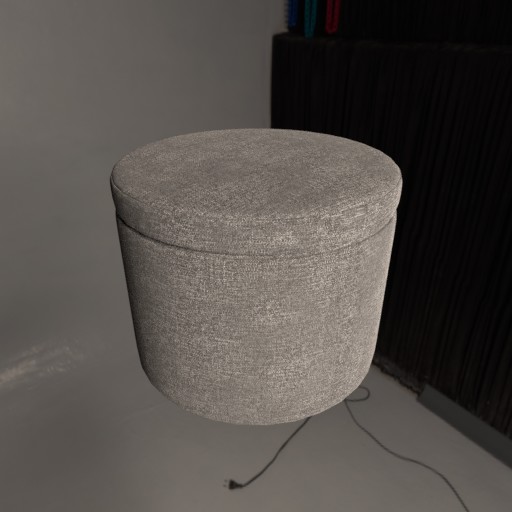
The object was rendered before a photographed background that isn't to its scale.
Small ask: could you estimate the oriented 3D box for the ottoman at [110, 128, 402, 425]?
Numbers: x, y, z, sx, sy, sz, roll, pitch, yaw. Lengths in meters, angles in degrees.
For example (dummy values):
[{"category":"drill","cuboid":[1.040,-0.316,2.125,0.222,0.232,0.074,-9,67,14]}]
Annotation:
[{"category":"ottoman","cuboid":[0.000,0.000,0.872,0.500,0.419,0.500,0,29,0]}]
